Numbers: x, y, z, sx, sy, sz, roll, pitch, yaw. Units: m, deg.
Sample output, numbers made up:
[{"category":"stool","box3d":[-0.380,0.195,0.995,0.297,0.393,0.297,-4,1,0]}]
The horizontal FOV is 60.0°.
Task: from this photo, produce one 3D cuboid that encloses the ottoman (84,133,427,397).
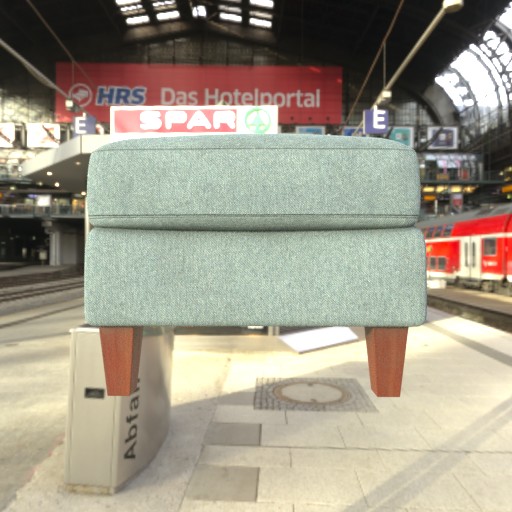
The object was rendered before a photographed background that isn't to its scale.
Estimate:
[{"category":"ottoman","box3d":[0.000,0.000,1.152,0.584,0.483,0.864,0,0,1]}]
